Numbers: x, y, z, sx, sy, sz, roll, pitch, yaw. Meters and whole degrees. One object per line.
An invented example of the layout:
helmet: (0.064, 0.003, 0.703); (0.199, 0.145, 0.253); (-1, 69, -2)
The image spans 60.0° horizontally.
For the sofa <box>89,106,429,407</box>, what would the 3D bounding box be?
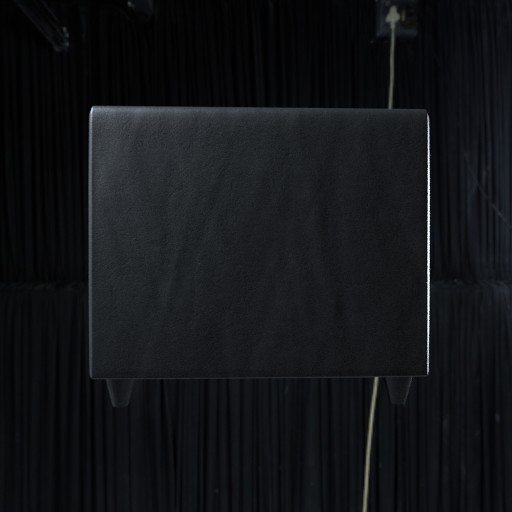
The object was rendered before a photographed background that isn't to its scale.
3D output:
sofa: (0.000, 0.000, 1.436); (0.809, 0.724, 0.839); (0, 0, -2)
